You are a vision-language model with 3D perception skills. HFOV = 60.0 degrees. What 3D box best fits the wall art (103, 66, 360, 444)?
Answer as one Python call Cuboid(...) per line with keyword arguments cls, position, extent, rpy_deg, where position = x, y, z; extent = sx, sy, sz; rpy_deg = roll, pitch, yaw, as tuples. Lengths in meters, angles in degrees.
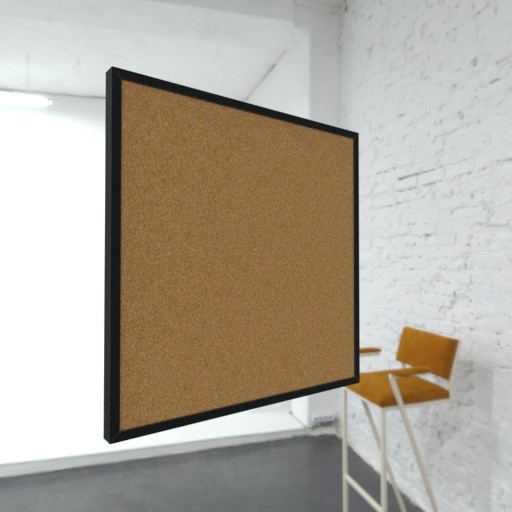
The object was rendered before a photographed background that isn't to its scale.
Cuboid(cls="wall art", position=(0.000, 0.000, 1.135), extent=(0.761, 0.761, 0.037), rpy_deg=(1, -1, -37))
